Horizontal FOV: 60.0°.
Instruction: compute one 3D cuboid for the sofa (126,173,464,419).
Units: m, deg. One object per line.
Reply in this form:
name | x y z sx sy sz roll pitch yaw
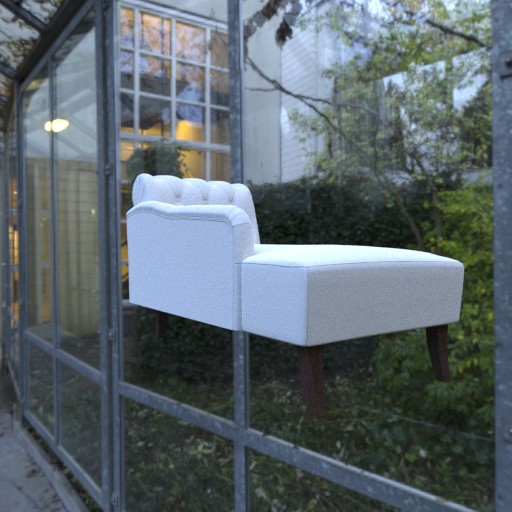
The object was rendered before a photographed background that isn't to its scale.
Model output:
sofa | 0.000 0.000 1.778 0.675 0.787 1.379 0 0 -35
